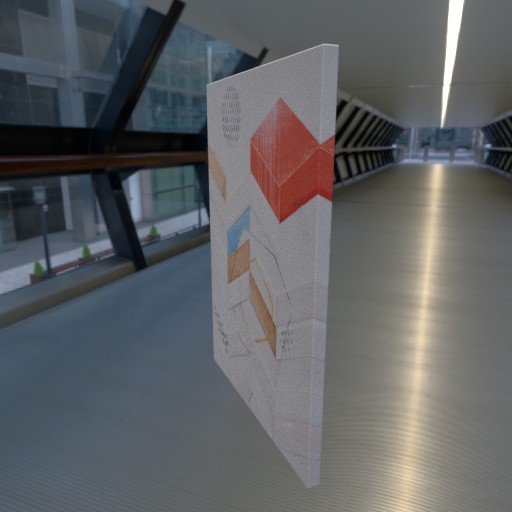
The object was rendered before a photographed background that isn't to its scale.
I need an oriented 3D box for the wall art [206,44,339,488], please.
[{"bbox_3d":[0.000,0.000,1.087,0.036,0.848,0.613,-6,16,-23],"label":"wall art"}]
